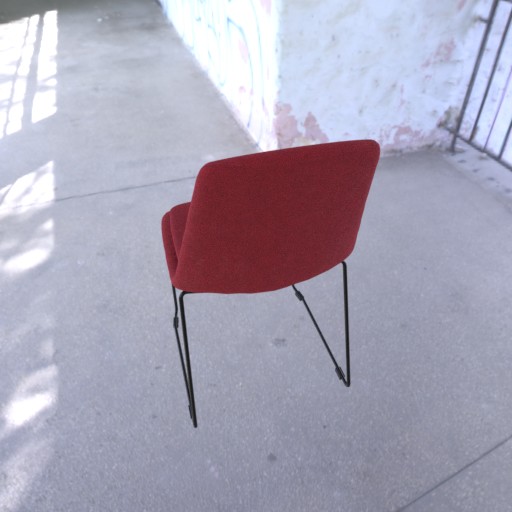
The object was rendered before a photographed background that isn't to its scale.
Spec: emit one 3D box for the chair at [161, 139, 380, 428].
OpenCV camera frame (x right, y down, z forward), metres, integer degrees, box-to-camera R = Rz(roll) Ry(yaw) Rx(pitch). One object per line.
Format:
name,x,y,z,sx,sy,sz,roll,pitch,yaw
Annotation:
chair,0.000,0.000,1.148,0.479,0.858,0.518,-11,42,-12
